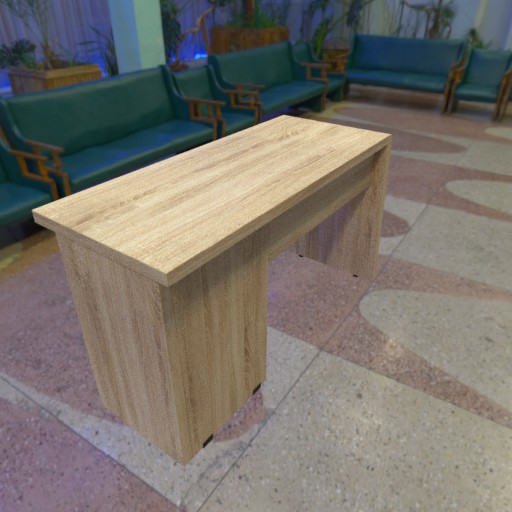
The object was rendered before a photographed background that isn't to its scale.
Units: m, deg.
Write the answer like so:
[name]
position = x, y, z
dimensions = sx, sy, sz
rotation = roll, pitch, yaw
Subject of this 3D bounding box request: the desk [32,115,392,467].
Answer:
[desk]
position = 0.000, 0.000, 1.672
dimensions = 0.500, 0.750, 1.300
rotation = 21, 38, 30
